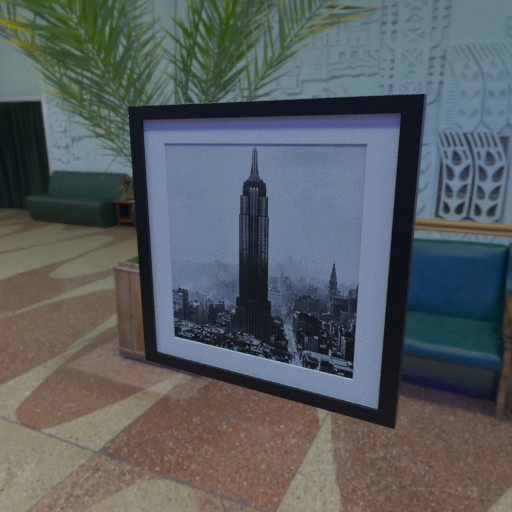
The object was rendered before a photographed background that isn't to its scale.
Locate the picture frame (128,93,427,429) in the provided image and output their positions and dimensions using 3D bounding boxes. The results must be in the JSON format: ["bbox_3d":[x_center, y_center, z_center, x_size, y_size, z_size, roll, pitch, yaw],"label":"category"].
[{"bbox_3d":[0.000,0.000,0.843,0.559,0.557,0.029,7,16,26],"label":"picture frame"}]
